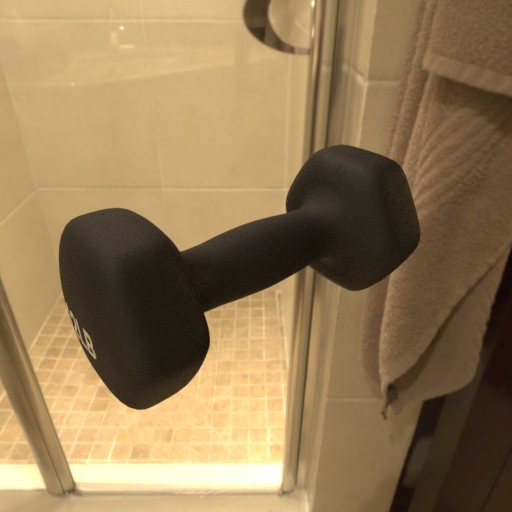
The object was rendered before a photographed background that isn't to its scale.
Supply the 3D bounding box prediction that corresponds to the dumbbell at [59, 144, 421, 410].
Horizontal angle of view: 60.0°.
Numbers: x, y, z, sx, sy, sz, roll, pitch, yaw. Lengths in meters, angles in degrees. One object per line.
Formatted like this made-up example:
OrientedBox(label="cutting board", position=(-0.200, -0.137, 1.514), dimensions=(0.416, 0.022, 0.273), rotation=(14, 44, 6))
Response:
OrientedBox(label="dumbbell", position=(0.000, 0.000, 0.288), dimensions=(0.231, 0.101, 0.112), rotation=(-22, 38, -31))
